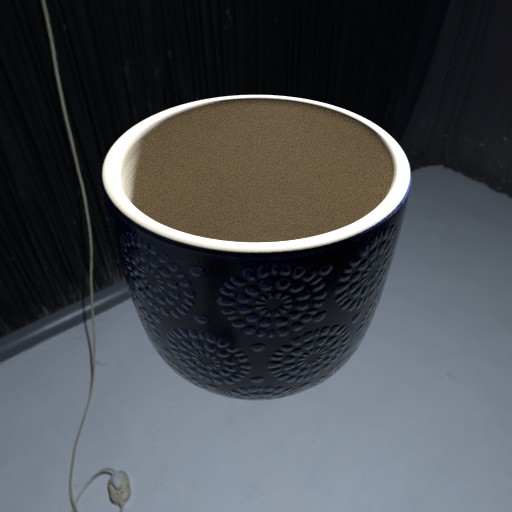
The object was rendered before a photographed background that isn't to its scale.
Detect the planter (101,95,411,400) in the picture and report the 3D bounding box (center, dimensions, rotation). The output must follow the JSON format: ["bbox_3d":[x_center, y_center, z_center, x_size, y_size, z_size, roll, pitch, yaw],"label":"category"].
[{"bbox_3d":[0.000,0.000,0.288,0.165,0.149,0.165,0,42,0],"label":"planter"}]
